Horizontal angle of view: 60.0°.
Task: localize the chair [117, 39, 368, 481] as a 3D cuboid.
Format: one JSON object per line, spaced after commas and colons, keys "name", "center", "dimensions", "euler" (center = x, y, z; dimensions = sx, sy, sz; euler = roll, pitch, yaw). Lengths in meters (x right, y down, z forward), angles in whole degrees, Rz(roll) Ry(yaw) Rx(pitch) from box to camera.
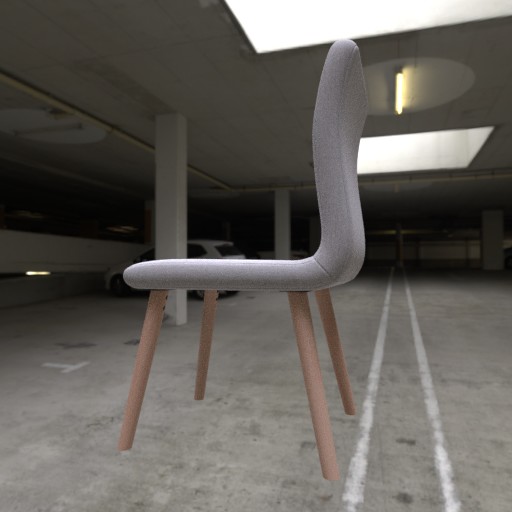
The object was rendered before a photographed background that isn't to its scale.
{"name": "chair", "center": [0.000, 0.000, 1.143], "dimensions": [0.550, 0.885, 0.435], "euler": [-1, -2, 17]}
